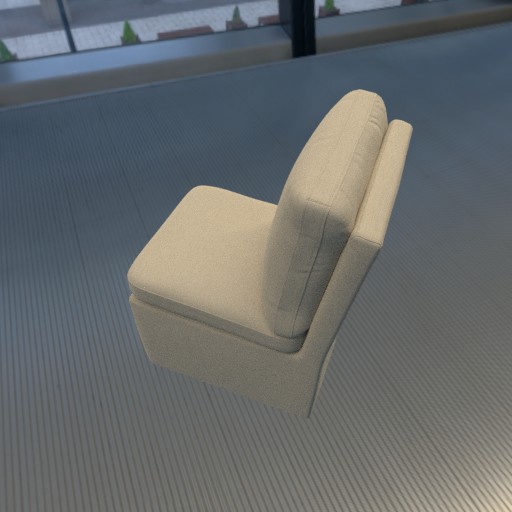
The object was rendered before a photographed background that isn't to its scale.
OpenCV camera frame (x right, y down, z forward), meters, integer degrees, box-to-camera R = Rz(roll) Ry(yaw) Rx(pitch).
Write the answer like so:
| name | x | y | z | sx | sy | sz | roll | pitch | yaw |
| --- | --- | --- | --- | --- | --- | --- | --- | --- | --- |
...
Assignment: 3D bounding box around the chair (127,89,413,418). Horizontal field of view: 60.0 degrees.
| name | x | y | z | sx | sy | sz | roll | pitch | yaw |
| --- | --- | --- | --- | --- | --- | --- | --- | --- | --- |
| chair | 0.000 | 0.000 | 1.359 | 0.698 | 0.927 | 0.503 | 16 | 49 | 14 |
